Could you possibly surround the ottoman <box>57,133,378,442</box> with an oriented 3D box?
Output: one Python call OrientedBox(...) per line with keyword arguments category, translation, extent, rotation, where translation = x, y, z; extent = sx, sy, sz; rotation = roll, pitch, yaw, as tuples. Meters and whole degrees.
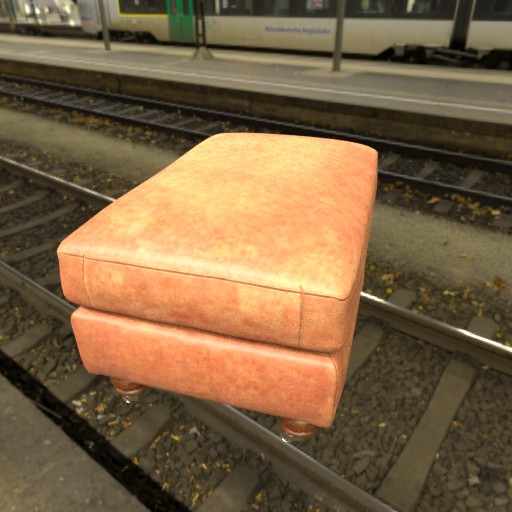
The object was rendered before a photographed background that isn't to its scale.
OrientedBox(category="ottoman", translation=(0.000, 0.000, 1.169), extent=(0.565, 0.507, 0.852), rotation=(8, 31, 14))
